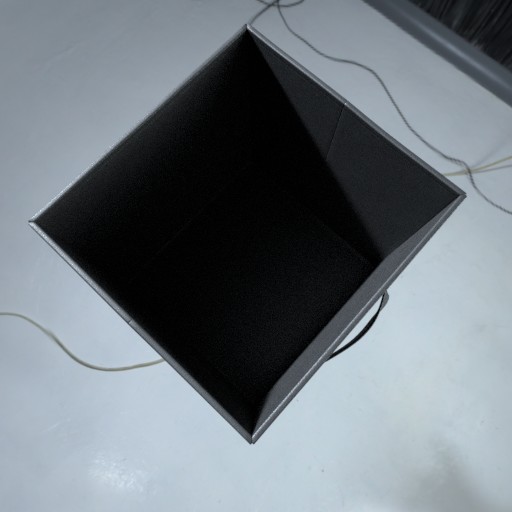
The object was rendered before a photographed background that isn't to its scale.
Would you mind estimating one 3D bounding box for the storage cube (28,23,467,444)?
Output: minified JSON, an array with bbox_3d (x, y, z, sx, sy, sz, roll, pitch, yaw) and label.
[{"bbox_3d":[0.000,0.000,0.498,0.270,0.280,0.270,42,79,10],"label":"storage cube"}]
